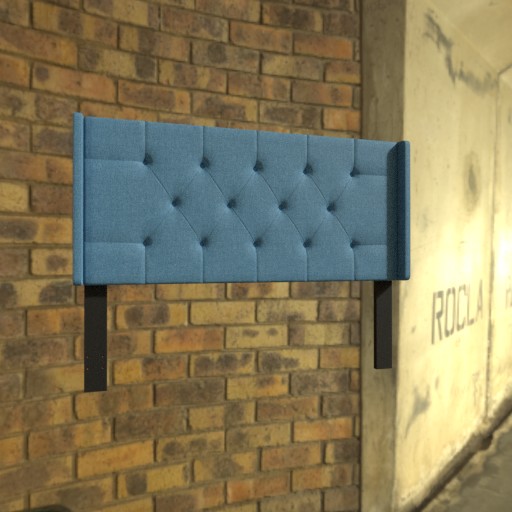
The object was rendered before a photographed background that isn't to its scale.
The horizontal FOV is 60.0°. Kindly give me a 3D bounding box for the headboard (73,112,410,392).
[{"bbox_3d":[0.000,0.000,2.690,2.051,1.524,0.184,0,0,-16],"label":"headboard"}]
